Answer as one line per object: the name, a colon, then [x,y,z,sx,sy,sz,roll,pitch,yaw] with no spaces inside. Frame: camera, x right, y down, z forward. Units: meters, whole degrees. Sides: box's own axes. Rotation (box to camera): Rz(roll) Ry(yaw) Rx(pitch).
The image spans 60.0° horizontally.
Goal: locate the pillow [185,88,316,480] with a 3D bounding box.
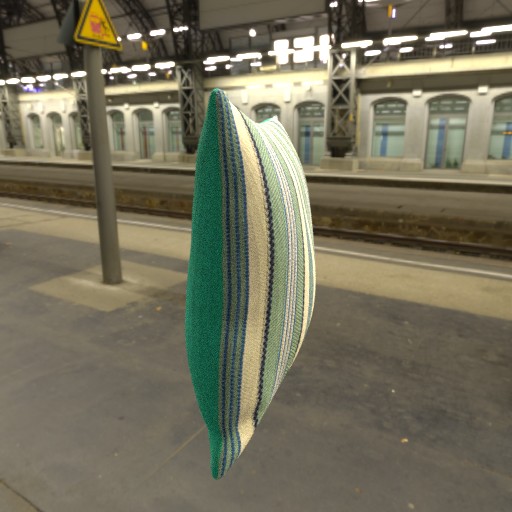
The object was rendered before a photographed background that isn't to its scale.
pillow: [0.000,0.000,0.675,0.182,0.441,0.440,3,15,10]
